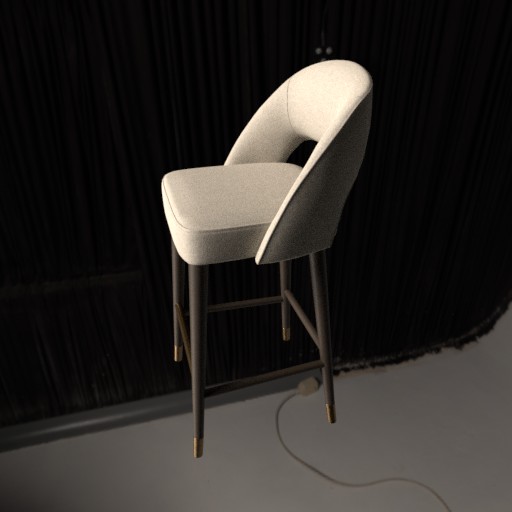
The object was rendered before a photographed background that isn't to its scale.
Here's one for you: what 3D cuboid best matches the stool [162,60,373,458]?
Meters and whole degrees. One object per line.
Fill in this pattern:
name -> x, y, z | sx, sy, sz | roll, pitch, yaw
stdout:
stool -> 0.000, 0.000, 1.298 | 0.509, 1.037, 0.494 | -8, 30, -14
